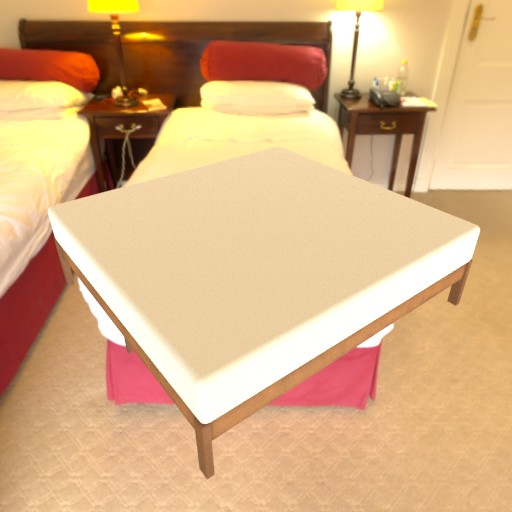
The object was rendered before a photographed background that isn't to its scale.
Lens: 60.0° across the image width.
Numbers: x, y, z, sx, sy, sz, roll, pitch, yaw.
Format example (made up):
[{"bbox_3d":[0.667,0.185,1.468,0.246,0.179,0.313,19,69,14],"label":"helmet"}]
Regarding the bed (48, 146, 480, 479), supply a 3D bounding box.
[{"bbox_3d":[0.000,0.000,2.995,2.049,0.616,1.930,-23,39,-31],"label":"bed"}]
